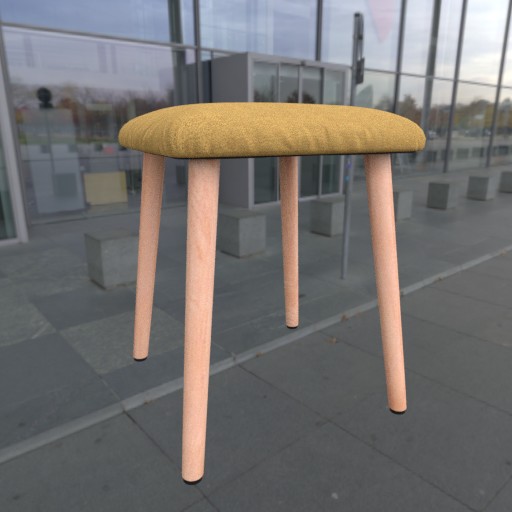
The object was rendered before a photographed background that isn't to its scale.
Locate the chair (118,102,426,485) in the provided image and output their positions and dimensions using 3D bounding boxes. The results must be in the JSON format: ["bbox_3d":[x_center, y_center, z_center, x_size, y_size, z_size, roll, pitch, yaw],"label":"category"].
[{"bbox_3d":[0.000,0.000,0.679,0.350,0.440,0.350,-7,18,-24],"label":"chair"}]
